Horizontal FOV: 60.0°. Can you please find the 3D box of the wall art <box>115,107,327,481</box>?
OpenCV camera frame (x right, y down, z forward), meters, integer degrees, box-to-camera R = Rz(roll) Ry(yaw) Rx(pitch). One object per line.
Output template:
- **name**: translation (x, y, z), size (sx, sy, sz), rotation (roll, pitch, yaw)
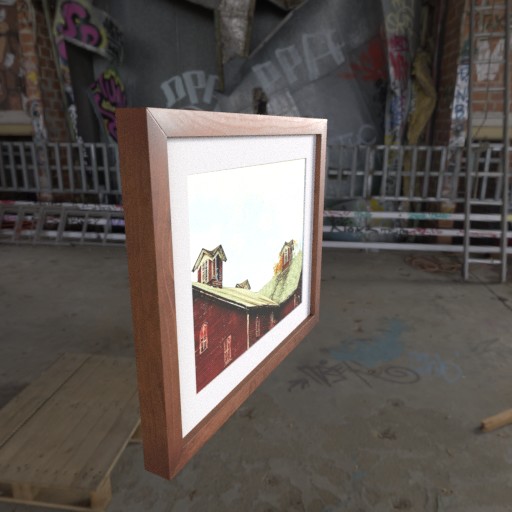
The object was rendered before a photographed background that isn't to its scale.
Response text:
- **wall art**: translation (0.000, 0.000, 0.543), size (0.030, 0.328, 0.401), rotation (8, 18, 27)
